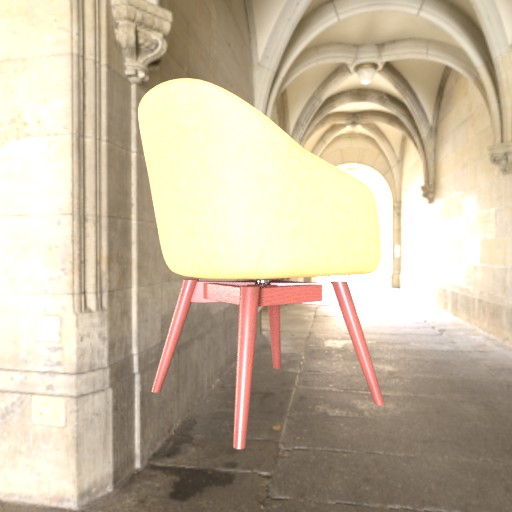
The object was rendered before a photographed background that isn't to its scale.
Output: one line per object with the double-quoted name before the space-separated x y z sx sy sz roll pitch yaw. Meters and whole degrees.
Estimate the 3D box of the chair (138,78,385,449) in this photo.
"chair" 0.000 0.000 1.267 0.635 0.823 0.596 -1 1 -35
